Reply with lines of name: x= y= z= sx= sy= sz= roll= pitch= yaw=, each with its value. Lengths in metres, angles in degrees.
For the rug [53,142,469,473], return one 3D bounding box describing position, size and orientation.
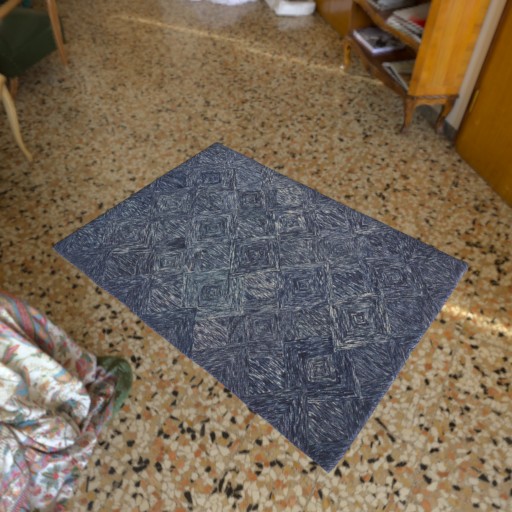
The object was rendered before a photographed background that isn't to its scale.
rug: x=0.000 y=0.000 z=4.227 sx=3.245 sy=0.024 sz=2.385 roll=31 pitch=55 yaw=25
